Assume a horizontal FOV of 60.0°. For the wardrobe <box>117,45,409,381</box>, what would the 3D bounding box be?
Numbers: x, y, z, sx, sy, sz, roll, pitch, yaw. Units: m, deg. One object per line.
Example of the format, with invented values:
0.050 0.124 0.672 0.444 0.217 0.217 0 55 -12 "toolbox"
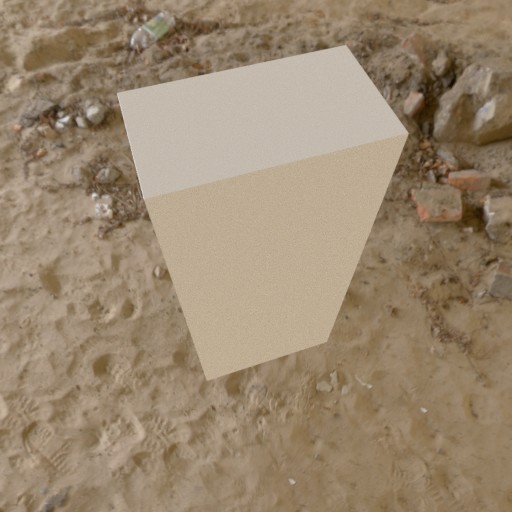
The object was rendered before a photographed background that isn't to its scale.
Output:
0.000 0.000 2.041 0.760 1.700 0.470 -16 60 -9 "wardrobe"
